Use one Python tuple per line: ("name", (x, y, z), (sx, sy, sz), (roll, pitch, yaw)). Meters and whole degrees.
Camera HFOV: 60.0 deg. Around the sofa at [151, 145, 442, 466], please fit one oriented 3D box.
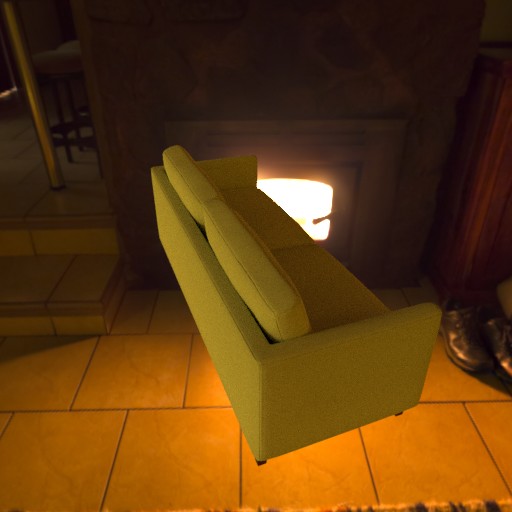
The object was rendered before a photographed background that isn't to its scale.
("sofa", (0.000, 0.000, 2.967), (0.948, 0.965, 2.434), (-11, 33, -18))
